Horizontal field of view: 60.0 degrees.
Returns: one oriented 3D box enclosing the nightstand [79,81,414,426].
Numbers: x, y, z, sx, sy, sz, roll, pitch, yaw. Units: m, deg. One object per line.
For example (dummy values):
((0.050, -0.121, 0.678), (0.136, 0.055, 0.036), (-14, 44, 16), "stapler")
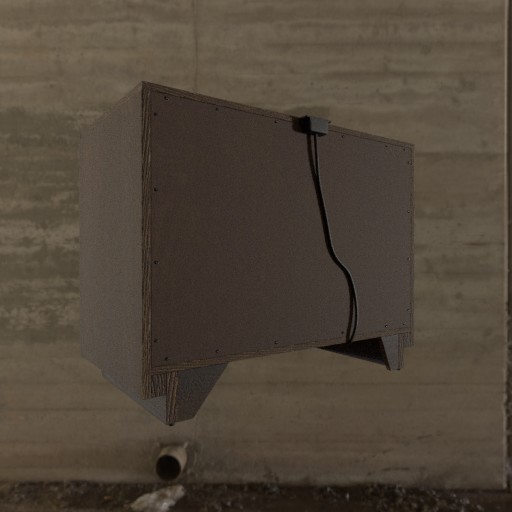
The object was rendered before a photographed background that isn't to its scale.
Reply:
((0.000, 0.000, 1.158), (0.775, 0.612, 0.457), (0, 1, -35), "nightstand")
